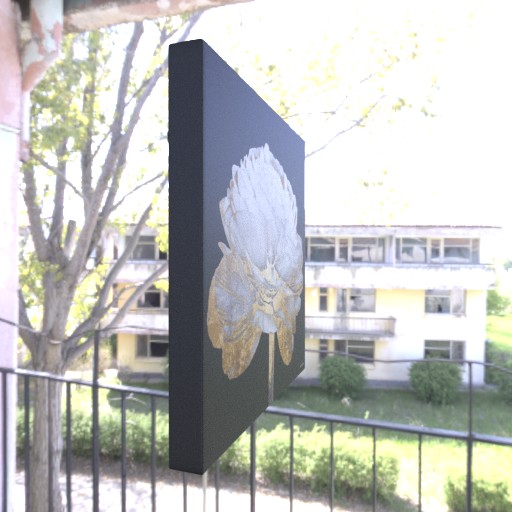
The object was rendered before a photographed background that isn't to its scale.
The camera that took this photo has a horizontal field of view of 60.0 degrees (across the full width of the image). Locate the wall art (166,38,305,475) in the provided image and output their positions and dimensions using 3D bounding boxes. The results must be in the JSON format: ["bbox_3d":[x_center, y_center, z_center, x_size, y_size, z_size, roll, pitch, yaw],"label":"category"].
[{"bbox_3d":[0.000,0.000,0.606,0.041,0.407,0.406,0,0,20],"label":"wall art"}]
